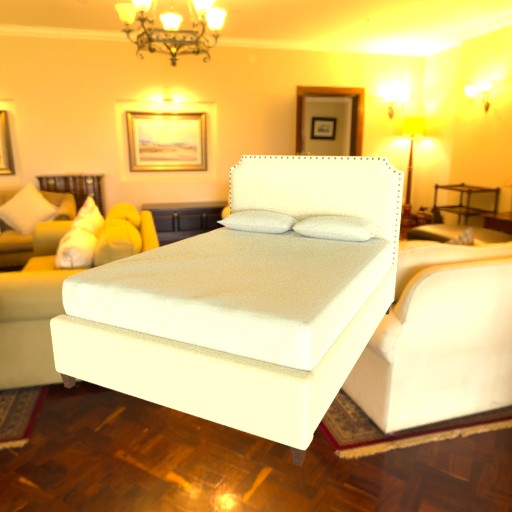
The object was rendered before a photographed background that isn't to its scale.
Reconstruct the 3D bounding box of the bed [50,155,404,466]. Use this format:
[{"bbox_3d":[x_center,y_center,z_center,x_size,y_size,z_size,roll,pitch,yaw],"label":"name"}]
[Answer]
[{"bbox_3d":[0.000,0.000,3.311,1.703,1.415,2.329,7,16,26],"label":"bed"}]
